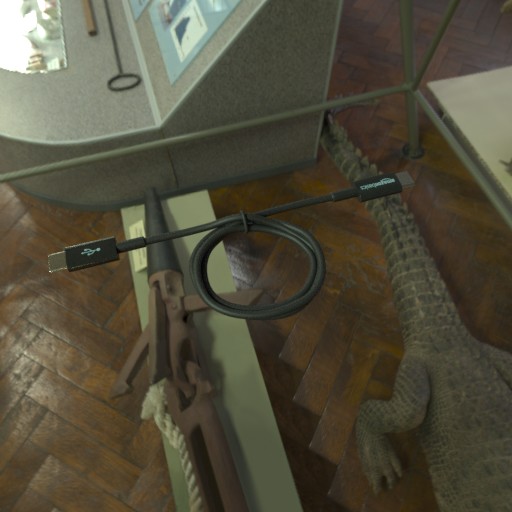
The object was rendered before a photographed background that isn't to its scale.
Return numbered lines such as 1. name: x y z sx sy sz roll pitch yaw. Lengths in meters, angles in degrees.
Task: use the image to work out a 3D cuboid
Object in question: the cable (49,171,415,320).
1. cable: 0.000 0.000 0.225 0.203 0.014 0.070 -14 59 -9
